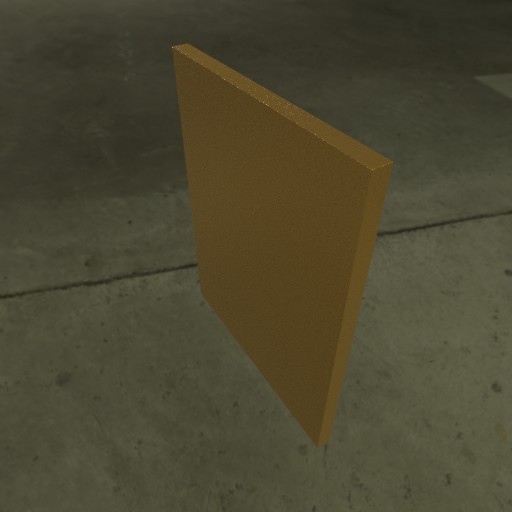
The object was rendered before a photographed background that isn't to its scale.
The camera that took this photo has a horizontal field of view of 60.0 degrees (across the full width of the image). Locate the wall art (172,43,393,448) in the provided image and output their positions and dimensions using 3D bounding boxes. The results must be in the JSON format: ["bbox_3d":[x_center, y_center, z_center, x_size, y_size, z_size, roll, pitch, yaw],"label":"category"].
[{"bbox_3d":[0.000,0.000,1.016,0.038,0.762,0.610,-23,46,-24],"label":"wall art"}]
